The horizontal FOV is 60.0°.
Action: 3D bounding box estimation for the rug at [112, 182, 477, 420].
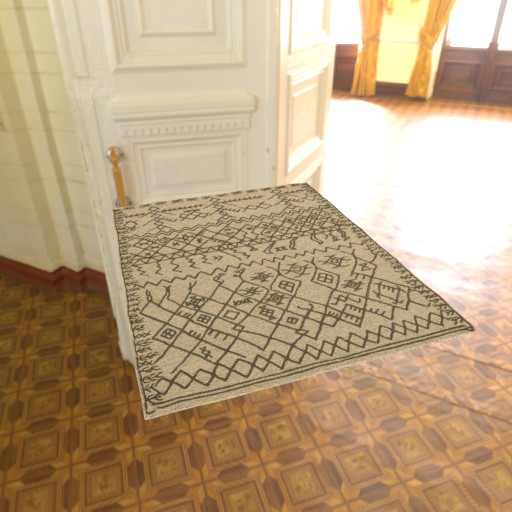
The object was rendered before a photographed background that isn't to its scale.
[{"bbox_3d":[0.000,0.000,3.334,1.964,0.025,2.455,-10,33,-16],"label":"rug"}]
